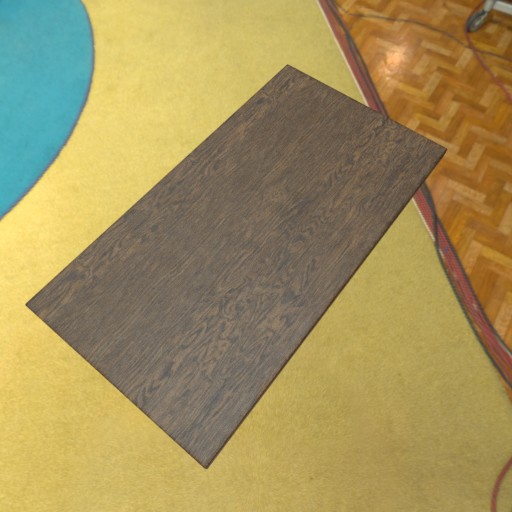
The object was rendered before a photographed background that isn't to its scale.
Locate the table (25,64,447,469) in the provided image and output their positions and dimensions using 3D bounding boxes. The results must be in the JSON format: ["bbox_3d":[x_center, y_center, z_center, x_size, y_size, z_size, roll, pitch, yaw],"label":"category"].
[{"bbox_3d":[0.000,0.000,2.543,1.078,0.795,1.989,35,68,16],"label":"table"}]
